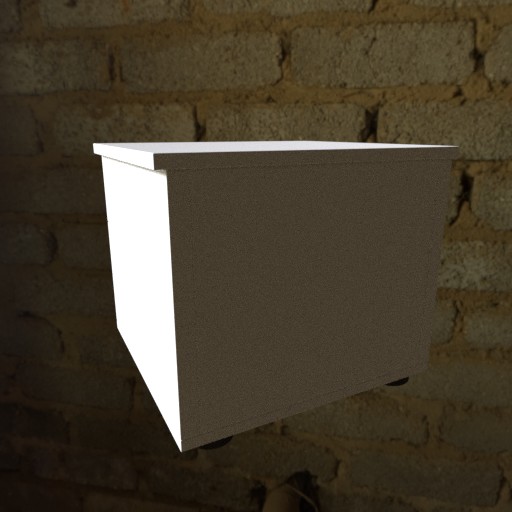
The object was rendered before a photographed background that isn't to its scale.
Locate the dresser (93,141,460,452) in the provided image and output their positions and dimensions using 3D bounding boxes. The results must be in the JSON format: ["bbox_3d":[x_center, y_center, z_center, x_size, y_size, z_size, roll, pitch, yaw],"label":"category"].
[{"bbox_3d":[0.000,0.000,0.738,0.430,0.360,0.400,-8,18,-26],"label":"dresser"}]
